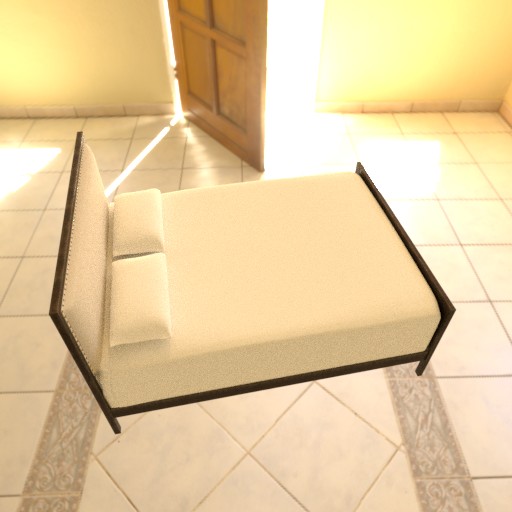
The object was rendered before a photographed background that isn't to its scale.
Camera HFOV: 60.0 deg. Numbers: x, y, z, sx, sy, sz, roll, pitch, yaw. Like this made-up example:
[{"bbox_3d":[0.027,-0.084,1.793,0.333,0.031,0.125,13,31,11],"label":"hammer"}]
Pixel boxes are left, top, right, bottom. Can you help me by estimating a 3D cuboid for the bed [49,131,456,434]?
[{"bbox_3d":[0.000,0.000,3.159,2.221,1.313,1.607,-8,46,-8],"label":"bed"}]
